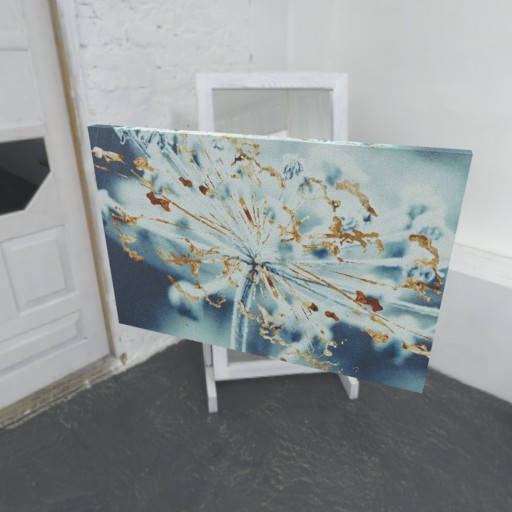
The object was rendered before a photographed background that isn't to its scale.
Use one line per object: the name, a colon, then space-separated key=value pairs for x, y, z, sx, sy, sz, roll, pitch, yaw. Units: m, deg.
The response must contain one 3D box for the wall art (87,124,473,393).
wall art: x=0.000 y=0.000 z=1.151 sx=0.912 sy=0.608 sz=0.038 roll=9 pitch=27 yaw=18
